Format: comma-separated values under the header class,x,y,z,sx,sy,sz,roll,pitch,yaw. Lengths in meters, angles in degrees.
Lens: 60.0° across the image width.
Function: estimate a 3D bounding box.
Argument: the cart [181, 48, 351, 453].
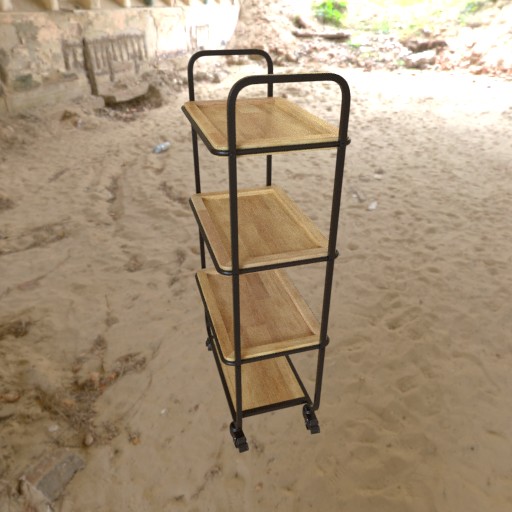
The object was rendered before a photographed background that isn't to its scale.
class,x,y,z,sx,sy,sz,roll,pitch,yaw
cart,0.000,0.000,1.326,0.321,1.080,0.545,-8,31,-14
